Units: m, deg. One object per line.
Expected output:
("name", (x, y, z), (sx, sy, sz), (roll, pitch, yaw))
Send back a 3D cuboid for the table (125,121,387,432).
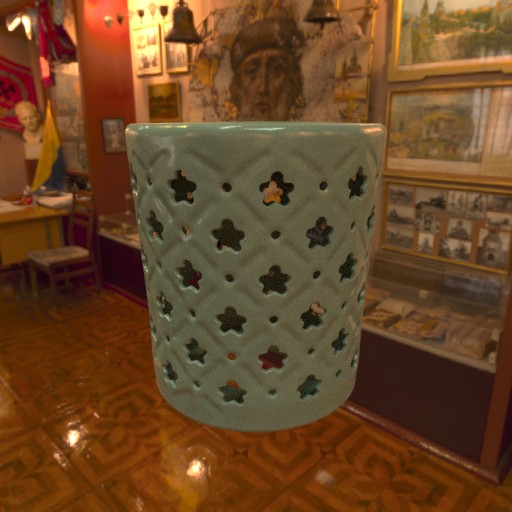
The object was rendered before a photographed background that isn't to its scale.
("table", (0.000, 0.000, 0.666), (0.352, 0.387, 0.352), (0, 17, 0))
